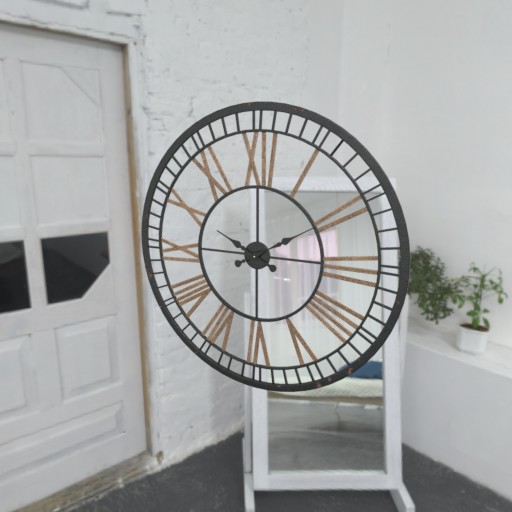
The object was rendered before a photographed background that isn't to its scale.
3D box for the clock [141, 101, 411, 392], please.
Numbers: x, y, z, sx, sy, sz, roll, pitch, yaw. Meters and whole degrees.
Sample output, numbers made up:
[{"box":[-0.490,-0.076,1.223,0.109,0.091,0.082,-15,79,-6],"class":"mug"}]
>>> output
[{"box":[0.000,0.000,1.274,0.843,0.843,0.025,7,15,26],"class":"clock"}]
